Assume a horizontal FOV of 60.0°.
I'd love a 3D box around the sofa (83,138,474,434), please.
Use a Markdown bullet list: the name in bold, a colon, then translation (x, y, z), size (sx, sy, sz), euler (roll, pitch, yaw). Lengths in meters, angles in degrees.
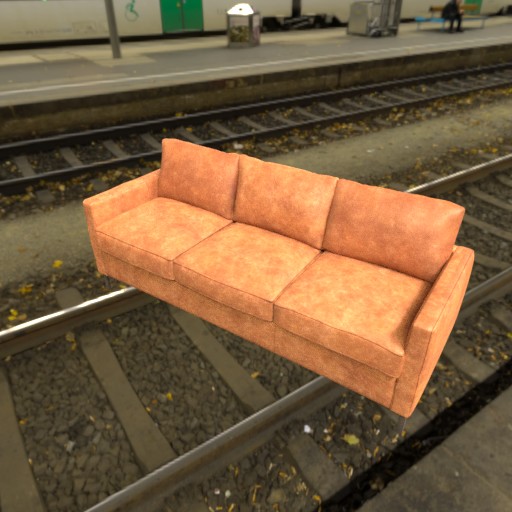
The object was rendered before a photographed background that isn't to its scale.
- **sofa**: translation (0.000, 0.000, 2.402), size (2.029, 0.863, 0.748), euler (20, 37, 28)
